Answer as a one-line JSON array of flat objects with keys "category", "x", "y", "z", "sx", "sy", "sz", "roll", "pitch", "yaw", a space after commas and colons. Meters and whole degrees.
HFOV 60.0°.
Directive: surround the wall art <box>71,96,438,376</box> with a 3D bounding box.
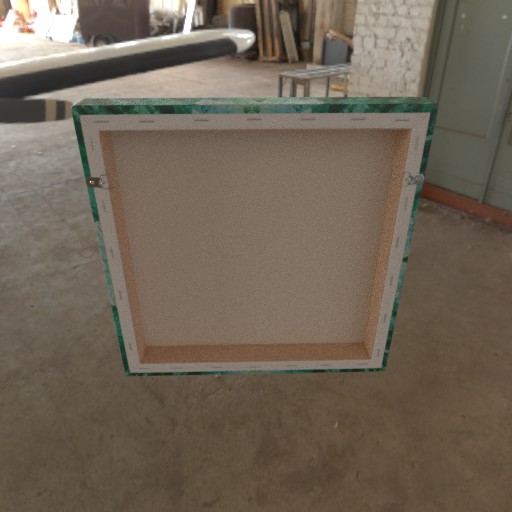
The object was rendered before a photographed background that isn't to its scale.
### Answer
[{"category": "wall art", "x": 0.000, "y": 0.000, "z": 0.466, "sx": 0.313, "sy": 0.313, "sz": 0.033, "roll": -1, "pitch": 30, "yaw": -1}]
